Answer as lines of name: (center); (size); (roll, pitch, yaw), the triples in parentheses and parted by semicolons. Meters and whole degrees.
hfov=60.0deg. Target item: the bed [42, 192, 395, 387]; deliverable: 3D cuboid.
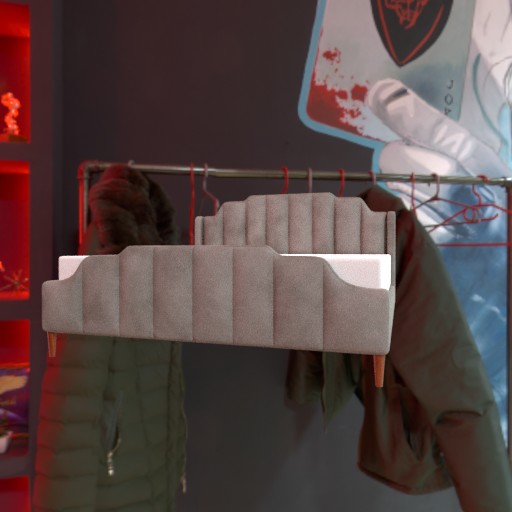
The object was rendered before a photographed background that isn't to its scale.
bed: (0.000, 0.000, 3.502); (2.074, 1.245, 2.340); (0, 1, 18)
